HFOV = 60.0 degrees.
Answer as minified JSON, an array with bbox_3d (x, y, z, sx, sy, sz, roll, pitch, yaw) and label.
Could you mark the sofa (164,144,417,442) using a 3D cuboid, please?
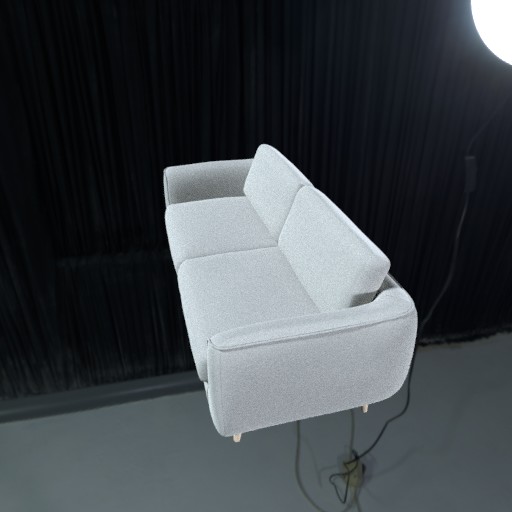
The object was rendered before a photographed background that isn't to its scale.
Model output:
[{"bbox_3d":[0.000,0.000,2.533,0.920,0.850,2.000,-8,31,-13],"label":"sofa"}]
